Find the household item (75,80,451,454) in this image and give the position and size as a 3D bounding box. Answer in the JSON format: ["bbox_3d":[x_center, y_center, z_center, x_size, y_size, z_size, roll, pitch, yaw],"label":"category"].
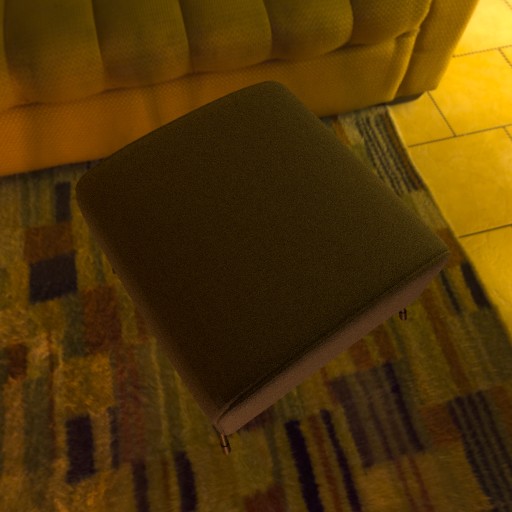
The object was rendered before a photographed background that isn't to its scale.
[{"bbox_3d":[0.000,0.000,0.918,0.530,0.410,0.530,-32,67,-15],"label":"household item"}]
